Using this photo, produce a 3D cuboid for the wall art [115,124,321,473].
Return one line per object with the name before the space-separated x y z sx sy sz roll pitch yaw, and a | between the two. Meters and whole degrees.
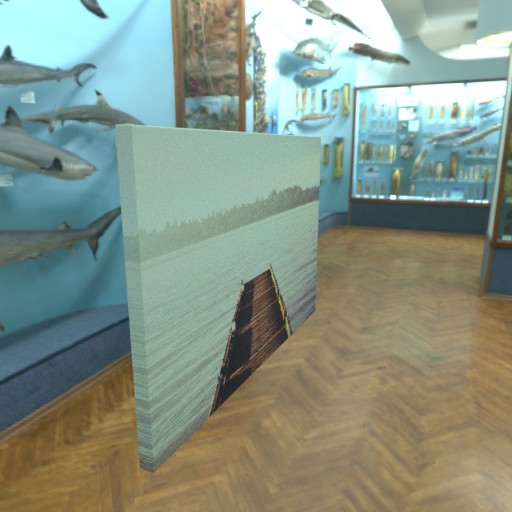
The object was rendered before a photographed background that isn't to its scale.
wall art | 0.000 0.000 1.429 0.040 0.765 1.149 7 15 25
